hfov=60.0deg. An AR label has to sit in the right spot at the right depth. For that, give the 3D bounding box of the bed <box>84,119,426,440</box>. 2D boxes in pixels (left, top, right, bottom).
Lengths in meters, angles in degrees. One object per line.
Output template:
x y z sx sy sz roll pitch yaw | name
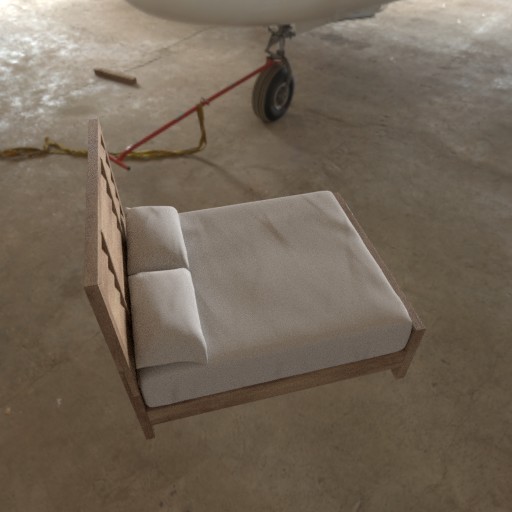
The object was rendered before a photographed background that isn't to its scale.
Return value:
0.000 0.000 3.297 2.017 1.631 1.615 -10 46 -10 | bed
